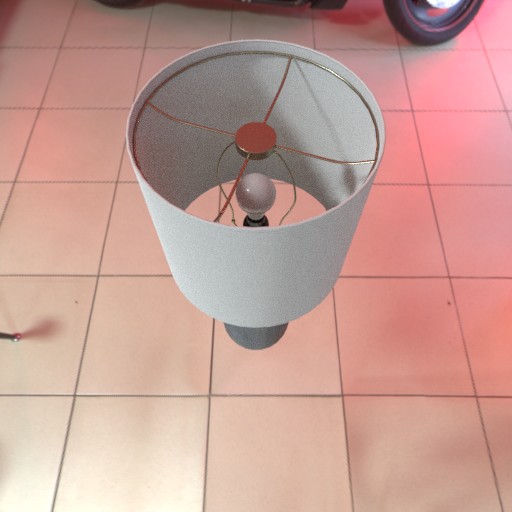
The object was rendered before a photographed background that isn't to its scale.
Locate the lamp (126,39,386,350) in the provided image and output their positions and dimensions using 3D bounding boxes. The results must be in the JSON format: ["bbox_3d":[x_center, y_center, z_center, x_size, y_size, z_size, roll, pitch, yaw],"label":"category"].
[{"bbox_3d":[0.000,0.000,0.586,0.220,0.475,0.220,30,65,15],"label":"lamp"}]
